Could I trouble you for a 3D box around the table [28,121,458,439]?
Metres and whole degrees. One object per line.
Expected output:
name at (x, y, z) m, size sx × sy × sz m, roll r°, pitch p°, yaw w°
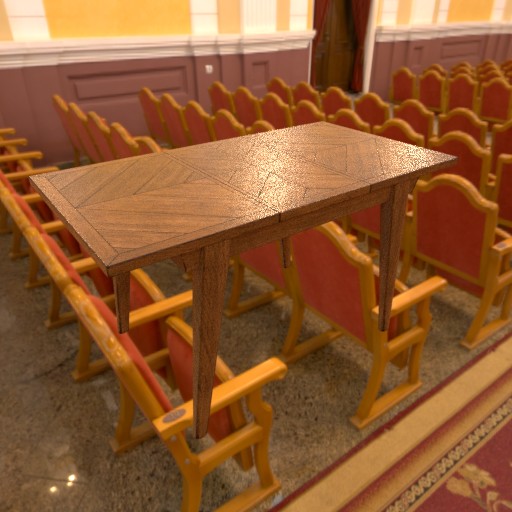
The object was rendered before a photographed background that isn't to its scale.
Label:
table at (0.000, 0.000, 1.817) m, size 1.400 × 0.760 × 0.757 m, roll -20°, pitch 35°, yaw -31°
